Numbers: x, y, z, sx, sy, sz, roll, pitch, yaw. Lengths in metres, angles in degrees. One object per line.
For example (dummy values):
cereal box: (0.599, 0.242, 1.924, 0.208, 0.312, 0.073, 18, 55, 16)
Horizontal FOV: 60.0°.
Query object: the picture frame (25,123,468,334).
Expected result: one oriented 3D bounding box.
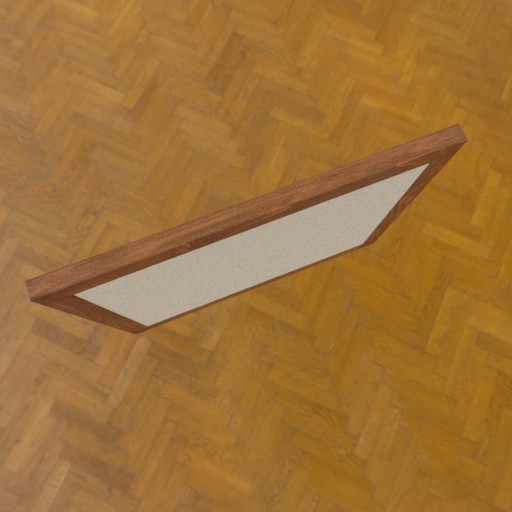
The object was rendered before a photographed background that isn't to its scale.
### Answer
picture frame: (0.000, 0.000, 0.752, 0.559, 0.457, 0.025, -21, 76, -5)
